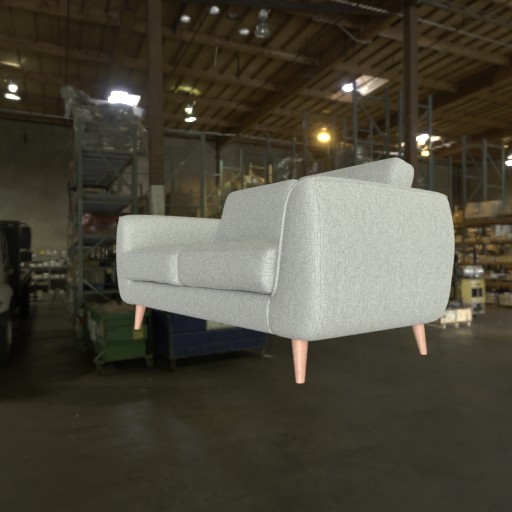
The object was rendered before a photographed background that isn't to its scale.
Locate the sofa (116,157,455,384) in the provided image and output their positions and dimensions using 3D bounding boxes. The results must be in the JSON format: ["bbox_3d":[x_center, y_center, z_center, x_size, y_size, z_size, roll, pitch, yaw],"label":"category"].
[{"bbox_3d":[0.000,0.000,2.237,0.920,0.850,1.700,0,0,-37],"label":"sofa"}]
